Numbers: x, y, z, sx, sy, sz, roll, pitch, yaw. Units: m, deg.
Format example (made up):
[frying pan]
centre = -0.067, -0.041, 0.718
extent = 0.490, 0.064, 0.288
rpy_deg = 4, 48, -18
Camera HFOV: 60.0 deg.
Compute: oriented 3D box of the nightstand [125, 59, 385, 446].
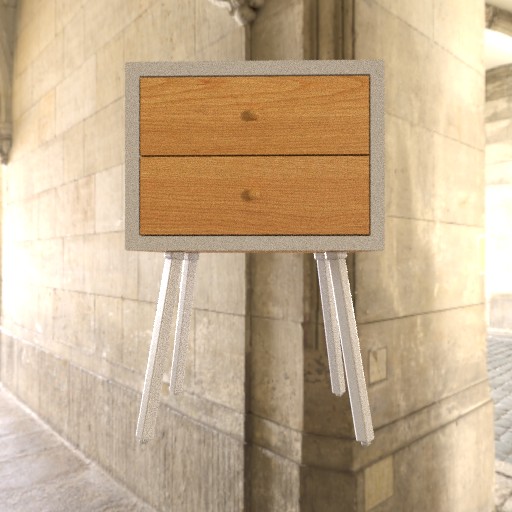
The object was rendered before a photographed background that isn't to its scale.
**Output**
[nightstand]
centre = 0.000, 0.000, 0.824
extent = 0.400, 0.601, 0.316
rpy_deg = 0, 0, 1
